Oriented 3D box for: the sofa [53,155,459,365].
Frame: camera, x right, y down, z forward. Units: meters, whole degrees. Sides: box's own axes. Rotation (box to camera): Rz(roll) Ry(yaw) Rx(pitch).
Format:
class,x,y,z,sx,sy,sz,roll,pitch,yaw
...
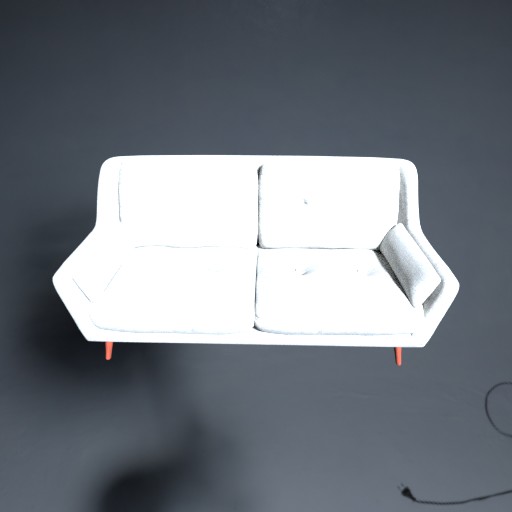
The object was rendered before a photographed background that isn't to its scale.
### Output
class,x,y,z,sx,sy,sz,roll,pitch,yaw
sofa,0.000,0.000,2.488,1.930,0.897,0.976,1,29,1
